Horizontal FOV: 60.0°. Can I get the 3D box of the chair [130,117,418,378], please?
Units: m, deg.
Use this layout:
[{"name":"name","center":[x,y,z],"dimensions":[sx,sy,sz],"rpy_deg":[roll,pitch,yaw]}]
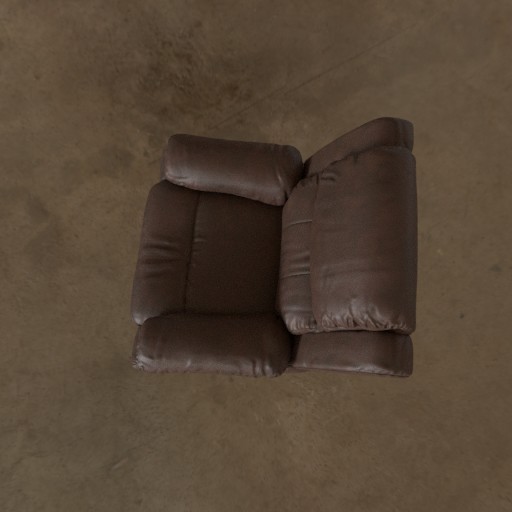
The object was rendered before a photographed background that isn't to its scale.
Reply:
[{"name":"chair","center":[0.000,0.000,1.240],"dimensions":[0.707,0.702,0.680],"rpy_deg":[5,76,1]}]
